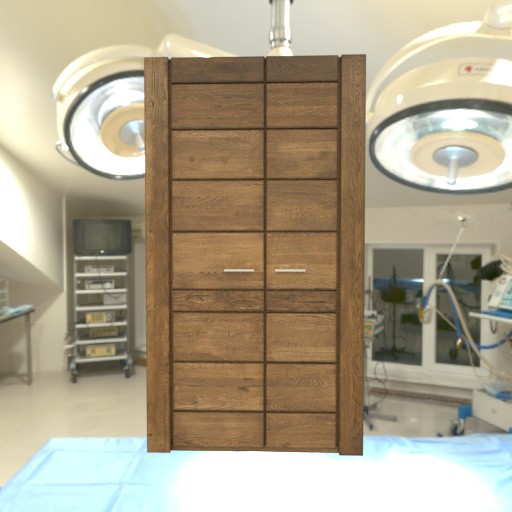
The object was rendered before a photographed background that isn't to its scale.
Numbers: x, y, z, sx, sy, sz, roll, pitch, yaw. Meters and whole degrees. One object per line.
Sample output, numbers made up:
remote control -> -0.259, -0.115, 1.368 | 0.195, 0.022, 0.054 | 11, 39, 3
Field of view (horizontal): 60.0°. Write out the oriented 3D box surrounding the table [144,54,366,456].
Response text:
table -> 0.000, 0.000, 2.502 | 1.100, 2.000, 0.600 | 0, 2, 2
